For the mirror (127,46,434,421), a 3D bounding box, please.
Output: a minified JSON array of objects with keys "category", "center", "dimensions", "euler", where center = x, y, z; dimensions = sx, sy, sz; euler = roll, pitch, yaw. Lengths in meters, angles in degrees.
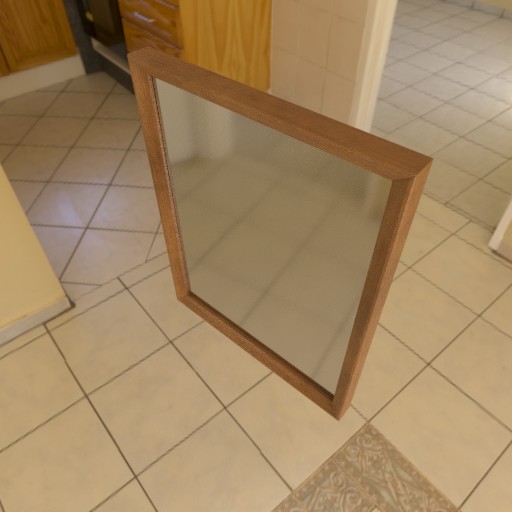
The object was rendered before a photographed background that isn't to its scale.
[{"category":"mirror","center":[0.000,0.000,0.675],"dimensions":[0.406,0.509,0.041],"euler":[32,54,27]}]
